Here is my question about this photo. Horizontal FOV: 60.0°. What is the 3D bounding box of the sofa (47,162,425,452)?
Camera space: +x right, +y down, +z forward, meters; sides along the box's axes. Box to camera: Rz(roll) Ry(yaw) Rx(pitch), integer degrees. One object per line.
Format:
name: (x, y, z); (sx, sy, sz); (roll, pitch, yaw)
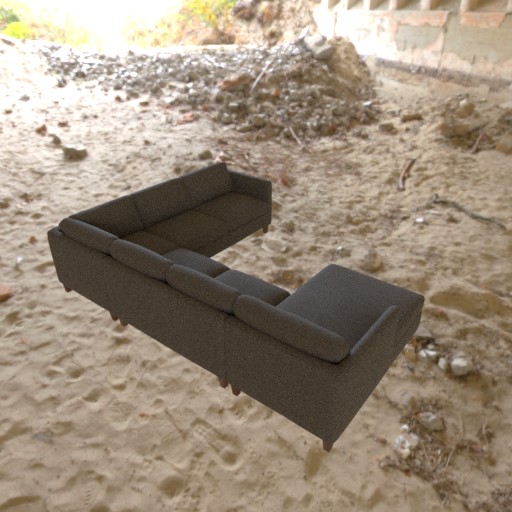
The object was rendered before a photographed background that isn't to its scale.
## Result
sofa: (0.000, 0.000, 4.414); (3.238, 0.853, 2.551); (21, 35, 32)
